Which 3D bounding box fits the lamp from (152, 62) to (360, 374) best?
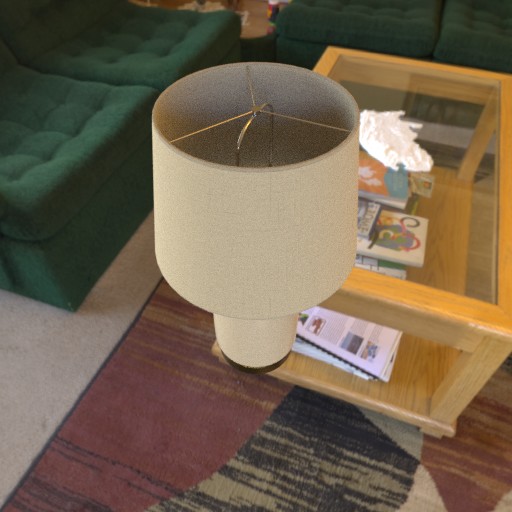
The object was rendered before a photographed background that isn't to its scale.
[{"bbox_3d":[0.000,0.000,0.665,0.285,0.483,0.285,0,48,0],"label":"lamp"}]
